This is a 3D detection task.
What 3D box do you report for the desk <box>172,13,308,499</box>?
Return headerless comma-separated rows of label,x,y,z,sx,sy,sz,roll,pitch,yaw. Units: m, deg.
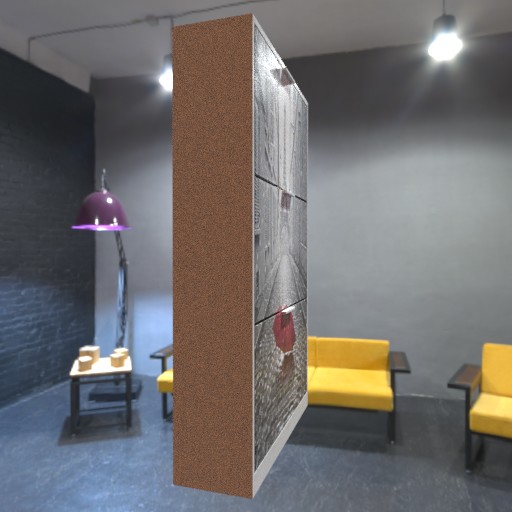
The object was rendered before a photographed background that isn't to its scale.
desk,0.000,0.000,1.558,0.250,1.280,0.750,0,1,18
